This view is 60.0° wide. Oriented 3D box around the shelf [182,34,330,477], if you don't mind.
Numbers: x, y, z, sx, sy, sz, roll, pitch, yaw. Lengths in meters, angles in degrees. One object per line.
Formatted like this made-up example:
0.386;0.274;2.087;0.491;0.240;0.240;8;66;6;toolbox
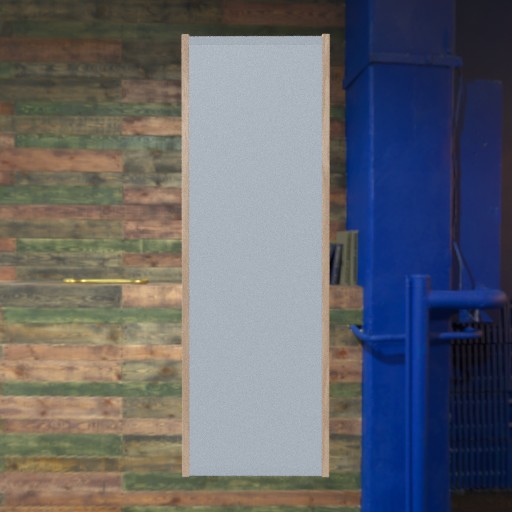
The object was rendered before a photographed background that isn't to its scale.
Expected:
0.000;0.000;1.046;0.300;0.900;0.290;0;0;0;shelf
